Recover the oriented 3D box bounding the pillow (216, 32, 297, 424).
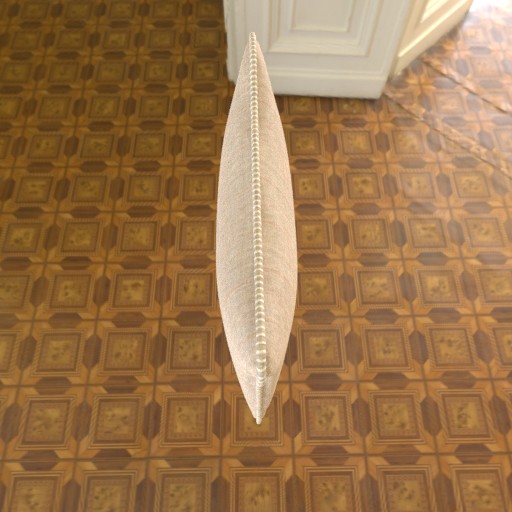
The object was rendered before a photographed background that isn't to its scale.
[{"bbox_3d":[0.000,0.000,0.726,0.124,0.494,0.485,-1,64,-1],"label":"pillow"}]
